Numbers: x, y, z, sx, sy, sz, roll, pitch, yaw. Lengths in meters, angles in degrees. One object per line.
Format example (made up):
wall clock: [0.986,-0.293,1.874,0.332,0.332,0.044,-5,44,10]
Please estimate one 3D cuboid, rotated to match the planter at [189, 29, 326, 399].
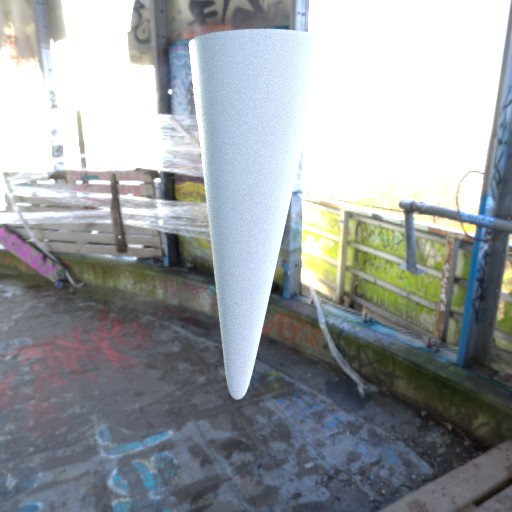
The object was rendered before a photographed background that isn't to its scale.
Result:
planter: [0.000,0.000,0.220,0.057,0.193,0.064,-8,19,-26]
